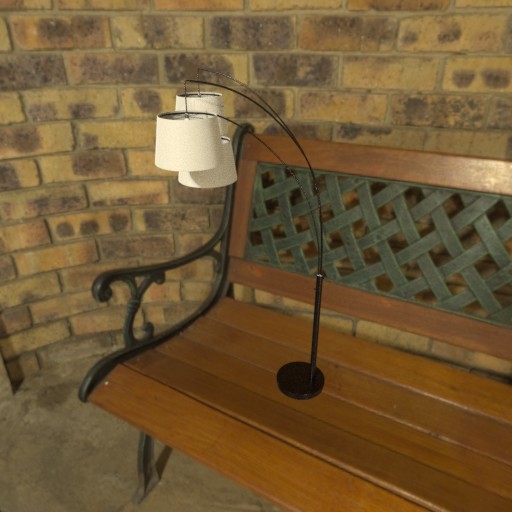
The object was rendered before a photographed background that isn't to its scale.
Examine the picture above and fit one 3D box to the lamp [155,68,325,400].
[{"bbox_3d":[0.000,0.000,2.548,0.924,1.950,0.951,0,27,-1],"label":"lamp"}]
